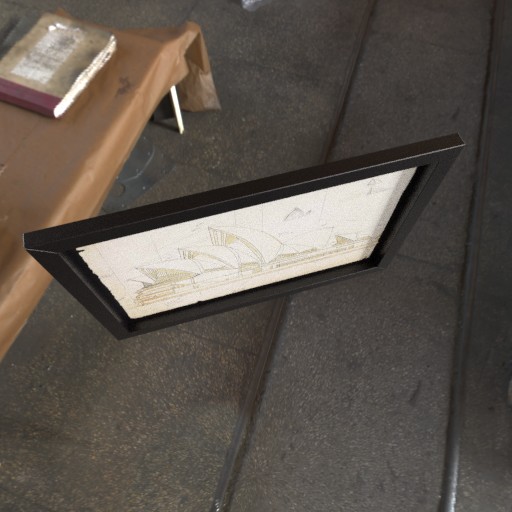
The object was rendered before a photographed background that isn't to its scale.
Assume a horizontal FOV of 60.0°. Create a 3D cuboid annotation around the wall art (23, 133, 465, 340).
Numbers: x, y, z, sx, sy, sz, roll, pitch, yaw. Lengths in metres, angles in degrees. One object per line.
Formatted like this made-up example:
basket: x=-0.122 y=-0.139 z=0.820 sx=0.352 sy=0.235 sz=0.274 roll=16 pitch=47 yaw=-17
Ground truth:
wall art: x=0.000 y=0.000 z=0.847 sx=0.657 sy=0.458 sz=0.027 roll=-14 pitch=65 yaw=-7
